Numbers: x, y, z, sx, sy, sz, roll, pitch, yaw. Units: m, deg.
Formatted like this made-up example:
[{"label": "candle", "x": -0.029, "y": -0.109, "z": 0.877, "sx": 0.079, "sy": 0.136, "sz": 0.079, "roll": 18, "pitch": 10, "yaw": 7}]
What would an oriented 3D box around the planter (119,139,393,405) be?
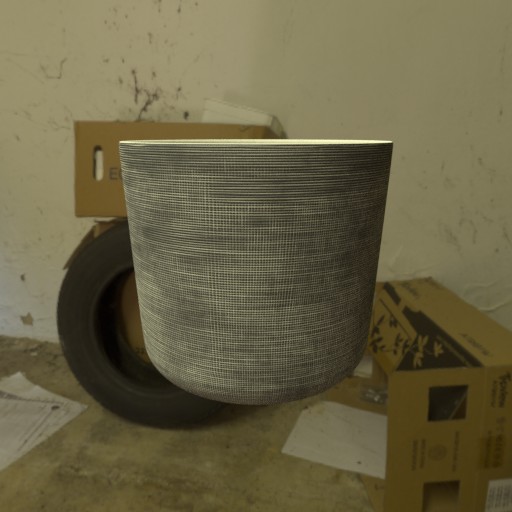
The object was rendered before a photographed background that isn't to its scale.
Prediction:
[{"label": "planter", "x": 0.000, "y": 0.000, "z": 0.793, "sx": 0.440, "sy": 0.398, "sz": 0.440, "roll": 0, "pitch": 15, "yaw": 0}]
